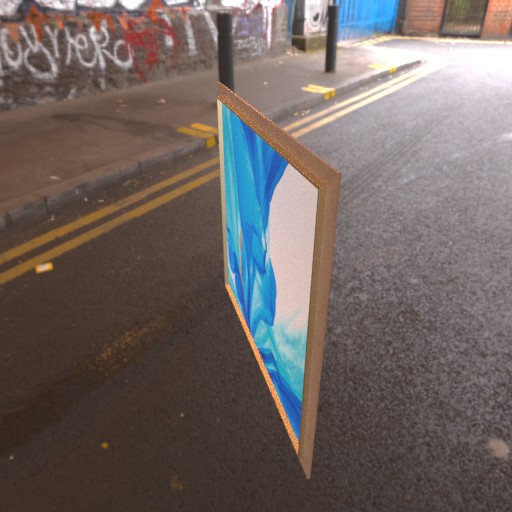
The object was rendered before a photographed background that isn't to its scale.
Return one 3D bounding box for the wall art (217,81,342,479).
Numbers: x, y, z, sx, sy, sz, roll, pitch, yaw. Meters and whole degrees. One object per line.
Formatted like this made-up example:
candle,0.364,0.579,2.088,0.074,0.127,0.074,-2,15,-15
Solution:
wall art,0.000,0.000,1.684,0.025,1.067,1.168,-9,32,-14
